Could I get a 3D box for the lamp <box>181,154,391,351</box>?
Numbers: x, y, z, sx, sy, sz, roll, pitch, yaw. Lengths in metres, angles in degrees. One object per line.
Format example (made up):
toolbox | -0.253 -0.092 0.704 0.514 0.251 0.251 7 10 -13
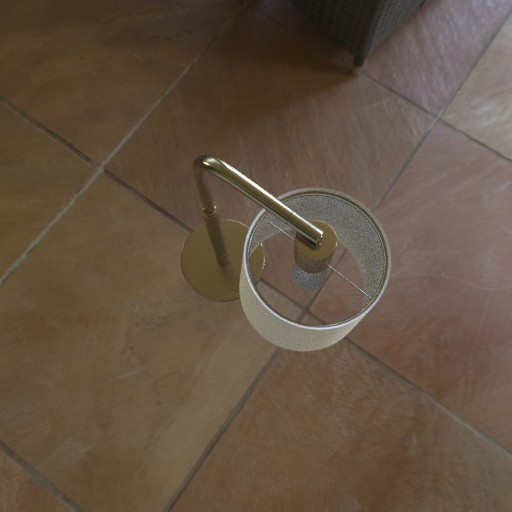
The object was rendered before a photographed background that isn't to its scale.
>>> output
lamp | 0.000 0.000 0.640 0.333 0.489 0.171 38 78 9
